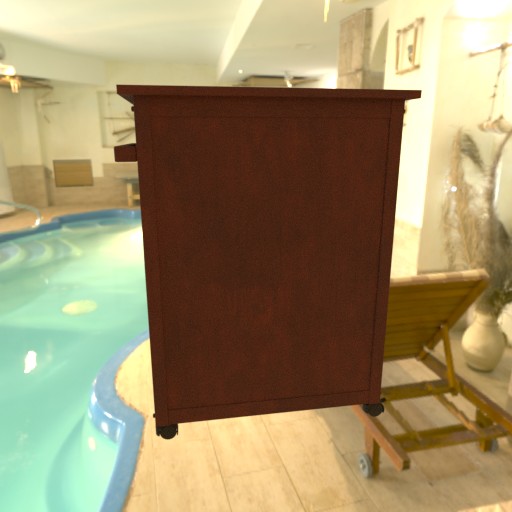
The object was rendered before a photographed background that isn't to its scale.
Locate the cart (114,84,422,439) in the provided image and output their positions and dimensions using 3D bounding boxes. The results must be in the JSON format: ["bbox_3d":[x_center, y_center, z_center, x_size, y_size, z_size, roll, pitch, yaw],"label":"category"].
[{"bbox_3d":[0.000,0.000,1.267,0.683,0.864,0.442,-3,16,-9],"label":"cart"}]
